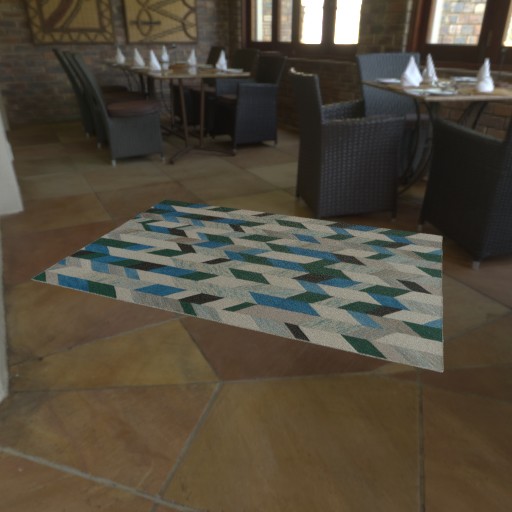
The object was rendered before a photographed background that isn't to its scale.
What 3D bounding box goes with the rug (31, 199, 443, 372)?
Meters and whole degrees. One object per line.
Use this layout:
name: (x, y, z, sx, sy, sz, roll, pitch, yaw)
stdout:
rug: (0.000, 0.000, 2.315, 1.827, 0.005, 1.229, 9, 28, 18)
